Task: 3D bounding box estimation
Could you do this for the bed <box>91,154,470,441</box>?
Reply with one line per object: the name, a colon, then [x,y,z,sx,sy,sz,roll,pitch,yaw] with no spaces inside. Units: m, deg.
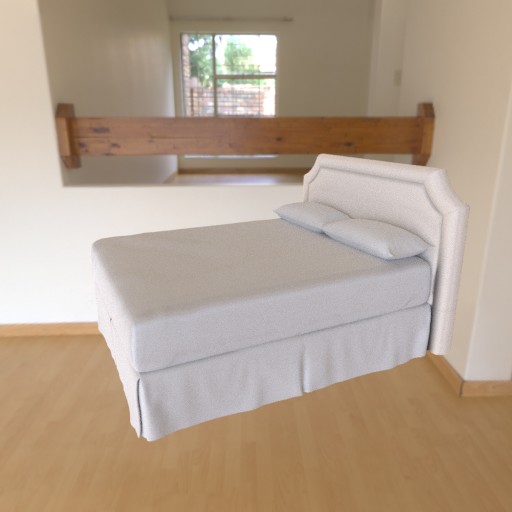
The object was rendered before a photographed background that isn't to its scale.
bed: [0.000,0.000,3.244,2.164,1.297,1.828,-8,19,-25]
